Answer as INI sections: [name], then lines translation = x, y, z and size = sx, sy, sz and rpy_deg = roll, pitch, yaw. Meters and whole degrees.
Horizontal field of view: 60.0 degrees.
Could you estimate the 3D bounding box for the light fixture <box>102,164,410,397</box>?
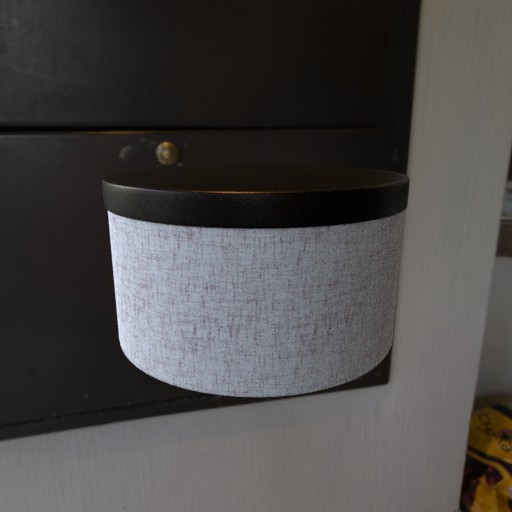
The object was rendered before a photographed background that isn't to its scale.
[light fixture]
translation = 0.000, 0.000, 0.621
size = 0.389, 0.229, 0.389
rpy_deg = 0, 15, 0
